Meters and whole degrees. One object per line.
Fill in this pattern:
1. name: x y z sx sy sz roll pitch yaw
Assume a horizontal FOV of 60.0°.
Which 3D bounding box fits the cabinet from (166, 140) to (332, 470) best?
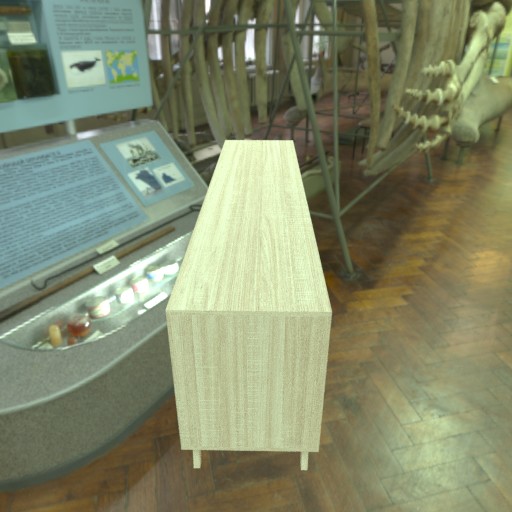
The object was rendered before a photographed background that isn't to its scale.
1. cabinet: 0.000 0.000 2.484 0.500 0.780 2.200 1 28 1
